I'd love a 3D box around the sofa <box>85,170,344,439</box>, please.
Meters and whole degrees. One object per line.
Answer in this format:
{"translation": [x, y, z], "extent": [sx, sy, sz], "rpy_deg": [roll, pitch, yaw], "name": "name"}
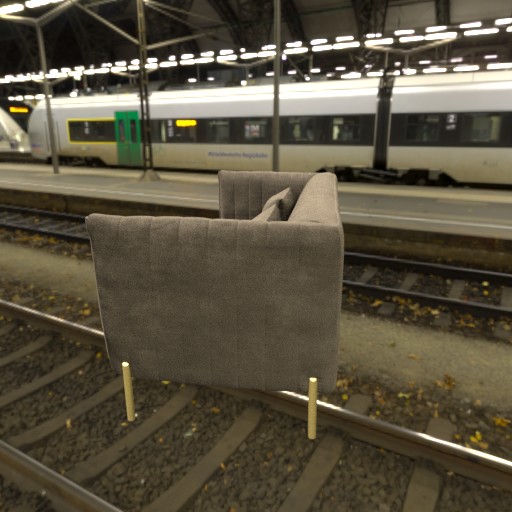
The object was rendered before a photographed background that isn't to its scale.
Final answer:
{"translation": [0.000, 0.000, 2.430], "extent": [0.876, 0.780, 1.980], "rpy_deg": [3, 16, 9], "name": "sofa"}
